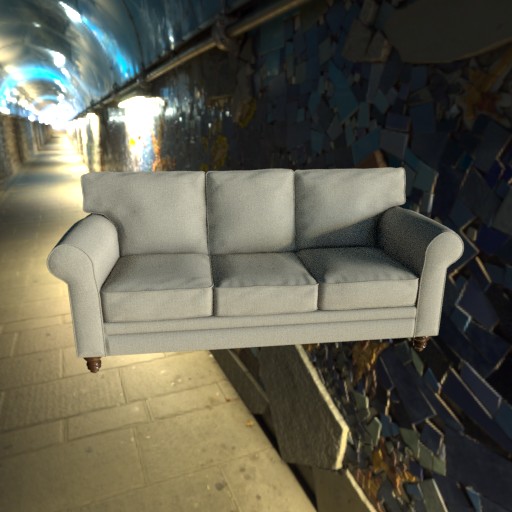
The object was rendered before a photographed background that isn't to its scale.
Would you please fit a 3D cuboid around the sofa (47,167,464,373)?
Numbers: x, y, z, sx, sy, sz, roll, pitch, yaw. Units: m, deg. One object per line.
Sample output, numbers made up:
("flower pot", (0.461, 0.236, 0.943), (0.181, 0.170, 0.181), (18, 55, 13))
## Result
("sofa", (0.000, 0.000, 2.614), (2.084, 0.961, 0.916), (-2, 17, -7))
